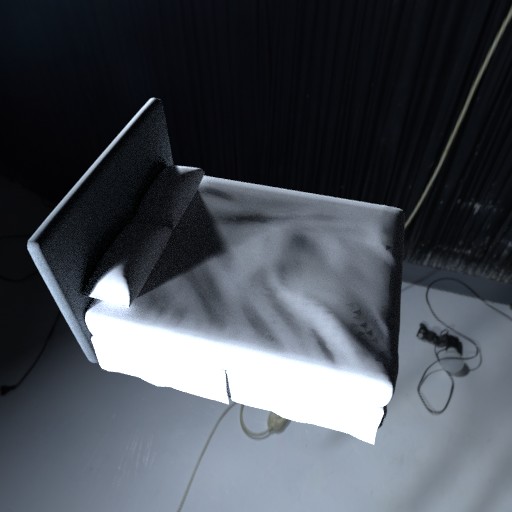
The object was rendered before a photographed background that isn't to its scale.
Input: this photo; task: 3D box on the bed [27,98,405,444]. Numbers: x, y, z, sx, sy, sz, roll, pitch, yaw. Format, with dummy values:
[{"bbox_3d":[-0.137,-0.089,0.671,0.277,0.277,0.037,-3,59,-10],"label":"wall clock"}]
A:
[{"bbox_3d":[0.000,0.000,3.166,2.142,1.330,1.713,11,48,10],"label":"bed"}]
